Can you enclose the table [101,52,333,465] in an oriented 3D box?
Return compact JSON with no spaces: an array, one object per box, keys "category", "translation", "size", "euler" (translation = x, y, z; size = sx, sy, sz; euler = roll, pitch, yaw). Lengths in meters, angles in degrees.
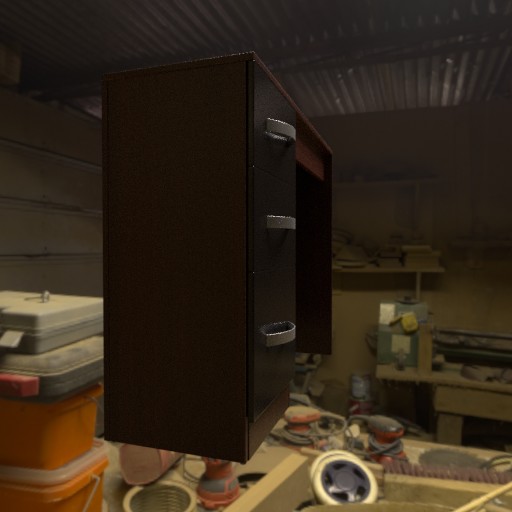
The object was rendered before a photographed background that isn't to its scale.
[{"category":"table","translation":[0.000,0.000,1.331],"size":[0.380,0.790,0.930],"euler":[0,1,19]}]
